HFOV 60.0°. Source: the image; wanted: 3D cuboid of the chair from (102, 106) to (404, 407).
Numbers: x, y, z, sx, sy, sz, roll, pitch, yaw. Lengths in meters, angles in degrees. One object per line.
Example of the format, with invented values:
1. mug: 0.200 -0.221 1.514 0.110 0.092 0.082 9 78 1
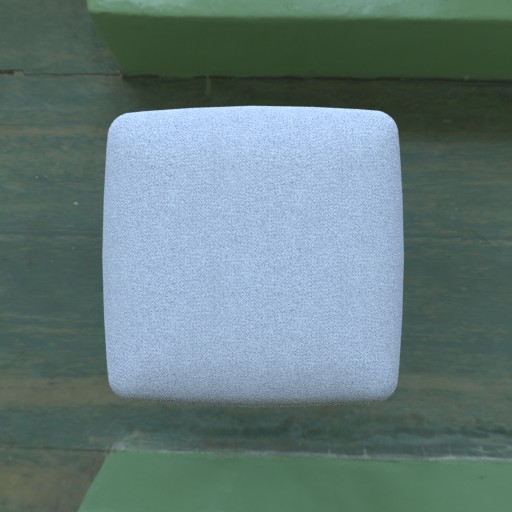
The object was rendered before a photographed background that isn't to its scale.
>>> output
1. chair: 0.000 0.000 0.690 0.350 0.440 0.350 0 90 2
